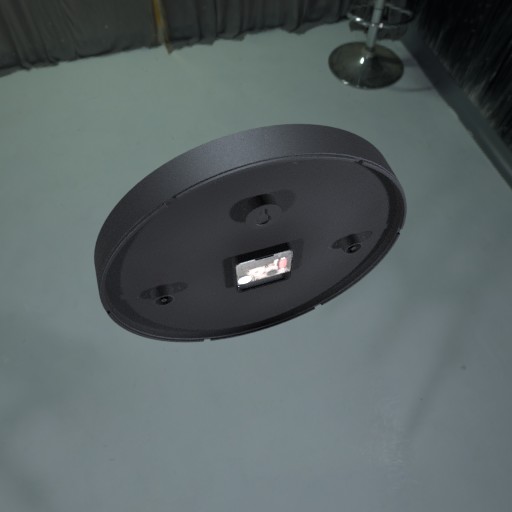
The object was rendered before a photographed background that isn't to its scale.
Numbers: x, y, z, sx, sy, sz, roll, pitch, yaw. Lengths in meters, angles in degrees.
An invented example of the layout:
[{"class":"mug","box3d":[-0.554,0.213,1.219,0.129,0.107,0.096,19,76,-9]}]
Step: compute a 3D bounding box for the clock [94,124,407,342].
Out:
[{"class":"clock","box3d":[0.000,0.000,0.429,0.293,0.293,0.040,-15,59,-9]}]
